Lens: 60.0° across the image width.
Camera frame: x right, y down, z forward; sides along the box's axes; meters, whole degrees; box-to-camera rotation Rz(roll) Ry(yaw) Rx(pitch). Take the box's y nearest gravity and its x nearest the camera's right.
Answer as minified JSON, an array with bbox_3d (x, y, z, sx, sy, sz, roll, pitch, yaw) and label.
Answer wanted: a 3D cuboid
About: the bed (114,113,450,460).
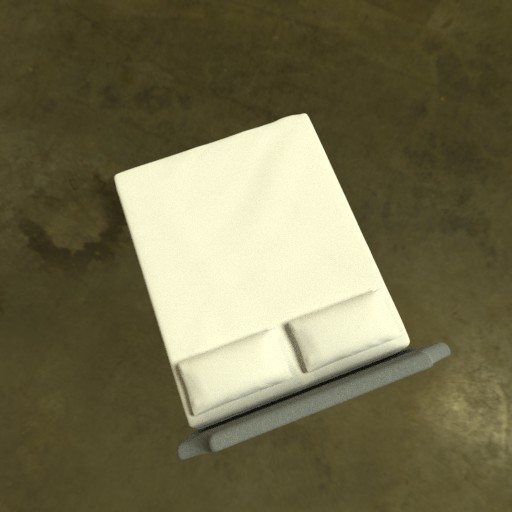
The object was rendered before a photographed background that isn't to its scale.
[{"bbox_3d":[0.000,0.000,3.361,1.811,1.296,2.259,-19,75,-5],"label":"bed"}]
